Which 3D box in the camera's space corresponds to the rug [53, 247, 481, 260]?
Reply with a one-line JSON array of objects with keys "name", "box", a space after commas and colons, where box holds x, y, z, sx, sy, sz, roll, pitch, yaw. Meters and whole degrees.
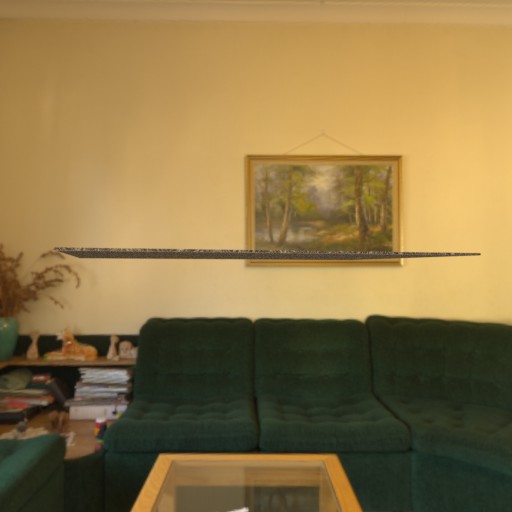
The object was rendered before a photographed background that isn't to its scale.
[{"name": "rug", "box": [0.000, 0.000, 2.319, 1.808, 0.011, 1.189, 1, -2, -18]}]
